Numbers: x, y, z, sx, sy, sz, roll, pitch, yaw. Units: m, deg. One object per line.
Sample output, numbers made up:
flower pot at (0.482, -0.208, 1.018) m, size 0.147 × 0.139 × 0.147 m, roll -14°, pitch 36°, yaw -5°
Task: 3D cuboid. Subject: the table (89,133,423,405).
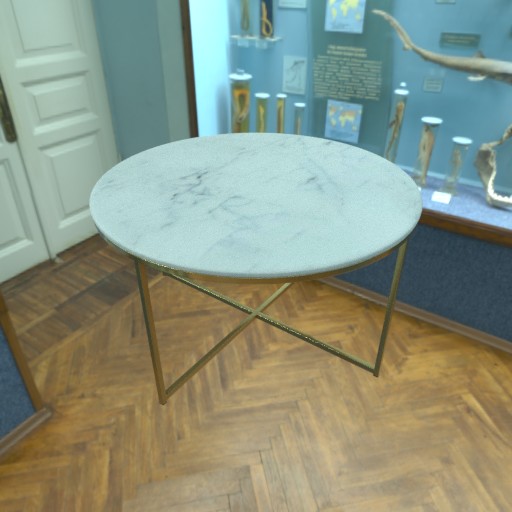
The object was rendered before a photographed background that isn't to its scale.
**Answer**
table at (0.000, 0.000, 1.234) m, size 0.800 × 0.450 × 0.800 m, roll 0°, pitch 33°, yaw 0°
